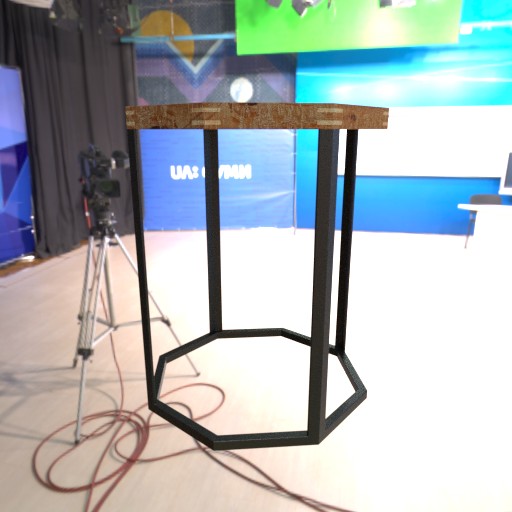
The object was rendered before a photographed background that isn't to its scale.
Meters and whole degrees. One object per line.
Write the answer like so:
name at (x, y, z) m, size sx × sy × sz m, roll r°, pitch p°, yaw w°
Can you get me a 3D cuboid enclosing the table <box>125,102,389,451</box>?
table at (0.000, 0.000, 0.865) m, size 0.458 × 0.543 × 0.458 m, roll -8°, pitch 18°, yaw -26°
